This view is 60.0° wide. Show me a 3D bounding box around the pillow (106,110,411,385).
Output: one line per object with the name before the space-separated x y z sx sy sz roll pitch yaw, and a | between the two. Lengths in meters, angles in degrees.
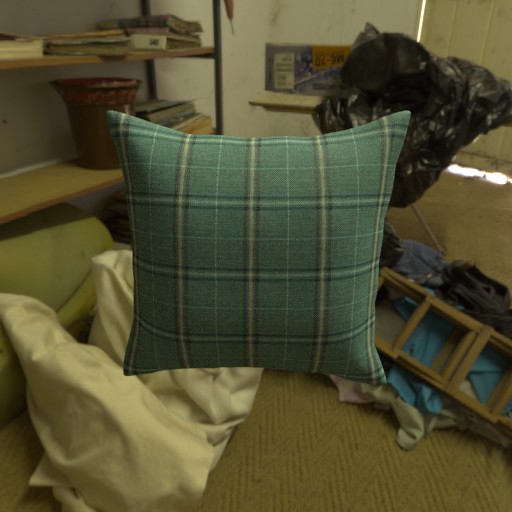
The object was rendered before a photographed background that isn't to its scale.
pillow | 0.000 0.000 0.707 0.453 0.430 0.200 1 27 1
